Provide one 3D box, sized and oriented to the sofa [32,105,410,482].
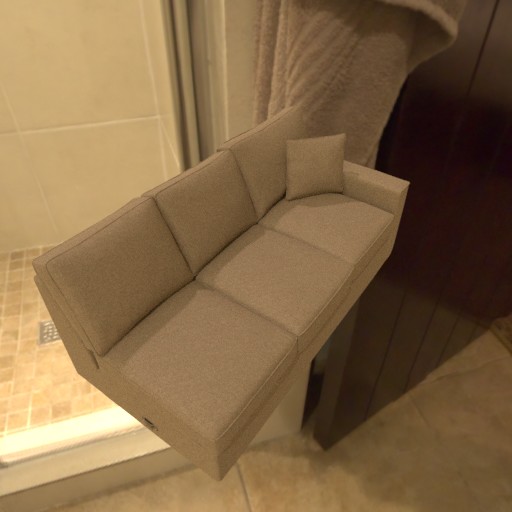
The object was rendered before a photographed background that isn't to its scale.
[{"bbox_3d":[0.000,0.000,2.485,1.034,0.946,1.963,25,47,26],"label":"sofa"}]
